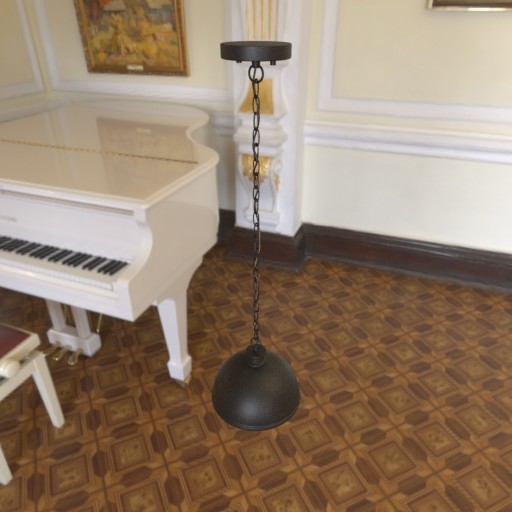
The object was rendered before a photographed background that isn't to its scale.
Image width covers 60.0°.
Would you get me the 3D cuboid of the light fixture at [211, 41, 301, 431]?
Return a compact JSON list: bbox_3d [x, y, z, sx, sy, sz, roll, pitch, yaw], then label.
[{"bbox_3d":[0.000,0.000,1.257,0.304,1.090,0.304,18,34,29],"label":"light fixture"}]
